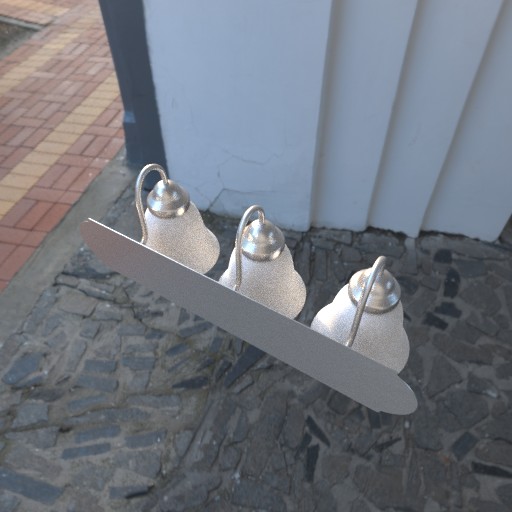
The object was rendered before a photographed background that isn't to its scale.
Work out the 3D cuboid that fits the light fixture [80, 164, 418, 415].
[{"bbox_3d":[0.000,0.000,0.719,0.610,0.222,0.199,24,52,21],"label":"light fixture"}]
